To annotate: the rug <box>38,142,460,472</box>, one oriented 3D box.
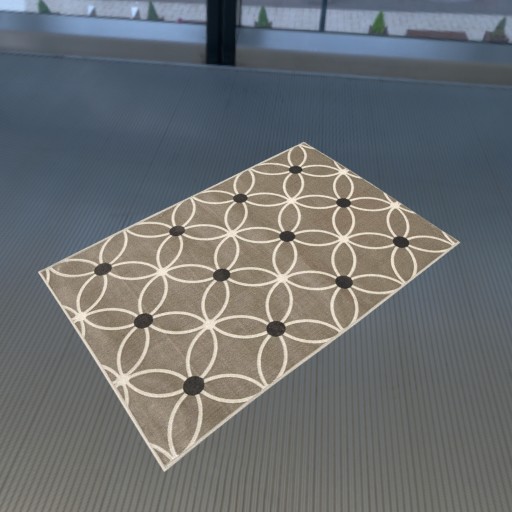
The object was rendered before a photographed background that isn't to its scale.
[{"bbox_3d":[0.000,0.000,2.859,2.284,0.008,1.522,-31,55,-25],"label":"rug"}]
